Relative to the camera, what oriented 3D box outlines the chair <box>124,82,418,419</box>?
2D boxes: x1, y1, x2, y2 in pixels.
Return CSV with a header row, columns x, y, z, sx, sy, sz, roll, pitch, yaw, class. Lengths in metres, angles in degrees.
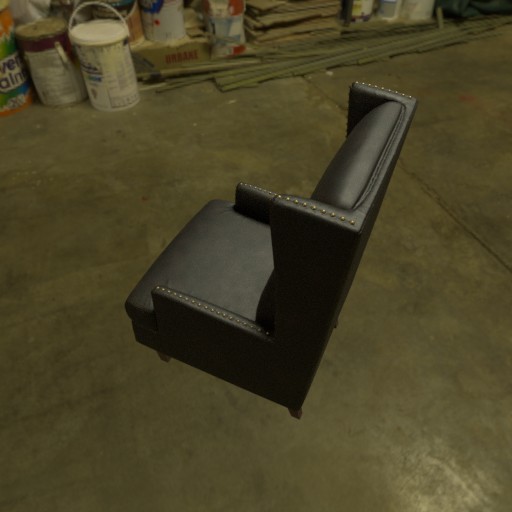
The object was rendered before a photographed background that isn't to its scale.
x,y,z,sx,sy,sz,roll,pitch,yaw,class
0.000,0.000,1.652,0.799,1.142,0.703,18,48,17,chair
